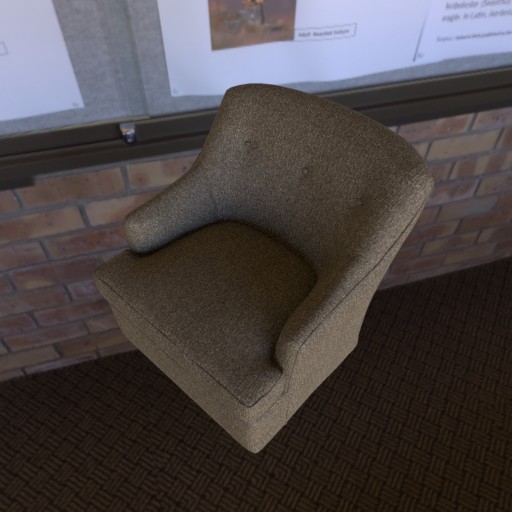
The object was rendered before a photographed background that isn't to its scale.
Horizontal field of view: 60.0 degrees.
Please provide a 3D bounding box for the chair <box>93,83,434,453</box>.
[{"bbox_3d":[0.000,0.000,1.620,0.864,0.856,0.923,33,56,27],"label":"chair"}]
